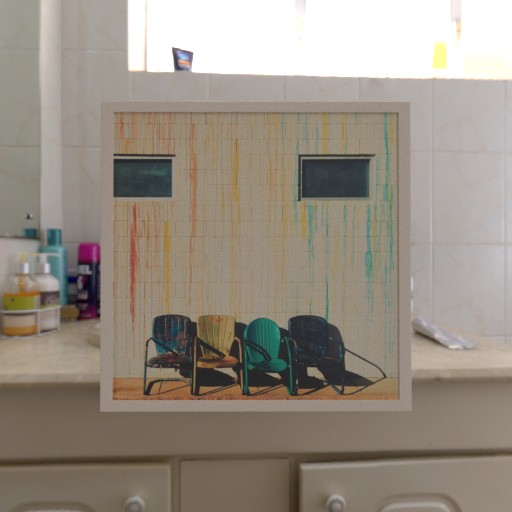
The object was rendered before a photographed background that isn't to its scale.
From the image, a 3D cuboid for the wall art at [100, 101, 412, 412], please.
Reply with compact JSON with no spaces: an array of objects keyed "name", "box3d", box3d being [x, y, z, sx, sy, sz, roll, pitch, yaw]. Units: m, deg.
[{"name":"wall art","box3d":[0.000,0.000,0.454,0.305,0.305,0.038,0,-1,0]}]
